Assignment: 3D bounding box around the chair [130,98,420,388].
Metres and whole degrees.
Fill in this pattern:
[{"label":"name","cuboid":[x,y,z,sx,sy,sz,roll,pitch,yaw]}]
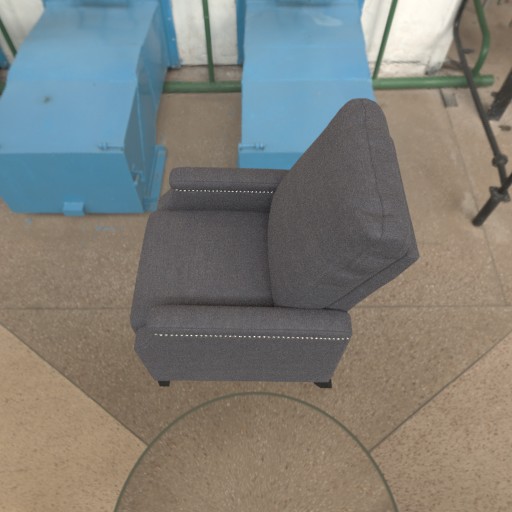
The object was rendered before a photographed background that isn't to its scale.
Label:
[{"label":"chair","cuboid":[0.000,0.000,1.674,0.922,1.049,0.710,1,57,0]}]
